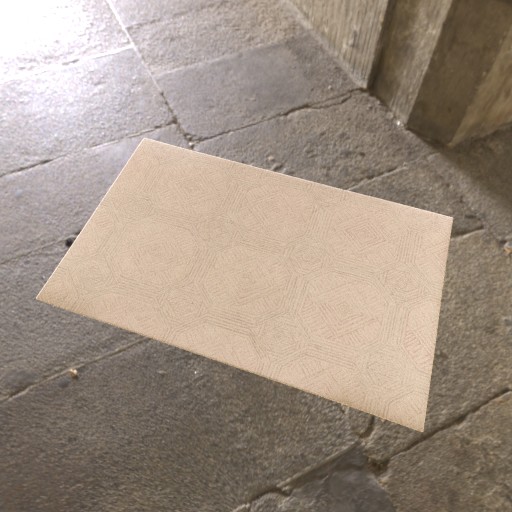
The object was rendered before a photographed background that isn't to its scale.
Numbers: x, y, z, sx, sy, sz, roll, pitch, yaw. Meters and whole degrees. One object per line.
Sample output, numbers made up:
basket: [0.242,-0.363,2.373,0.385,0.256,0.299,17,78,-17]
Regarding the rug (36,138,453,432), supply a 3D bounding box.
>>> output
rug: [0.000,0.000,2.983,2.440,0.008,1.524,16,60,10]
